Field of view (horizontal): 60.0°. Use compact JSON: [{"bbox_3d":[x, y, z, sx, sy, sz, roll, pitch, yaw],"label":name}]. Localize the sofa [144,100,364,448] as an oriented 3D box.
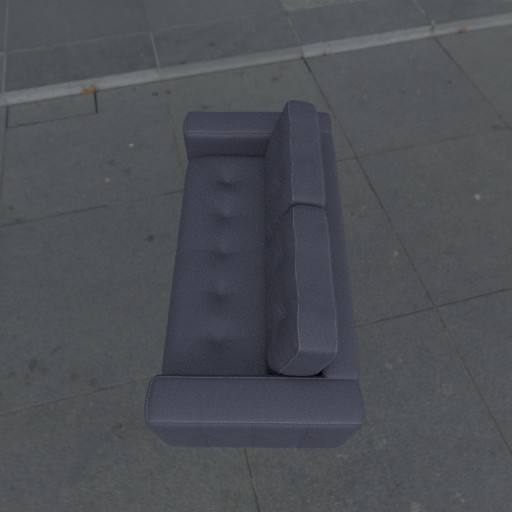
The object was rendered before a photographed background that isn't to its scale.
[{"bbox_3d":[0.000,0.000,2.225,0.833,0.893,1.726,0,58,0],"label":"sofa"}]
